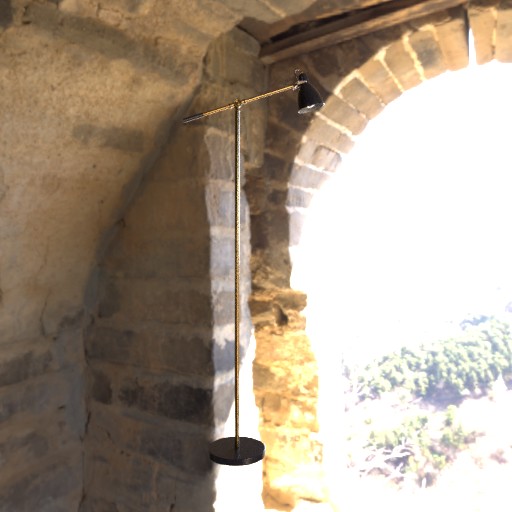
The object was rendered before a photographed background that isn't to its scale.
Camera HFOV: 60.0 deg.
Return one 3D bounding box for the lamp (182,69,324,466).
[{"bbox_3d":[0.000,0.000,1.861,0.618,1.628,0.235,0,-1,-17],"label":"lamp"}]
